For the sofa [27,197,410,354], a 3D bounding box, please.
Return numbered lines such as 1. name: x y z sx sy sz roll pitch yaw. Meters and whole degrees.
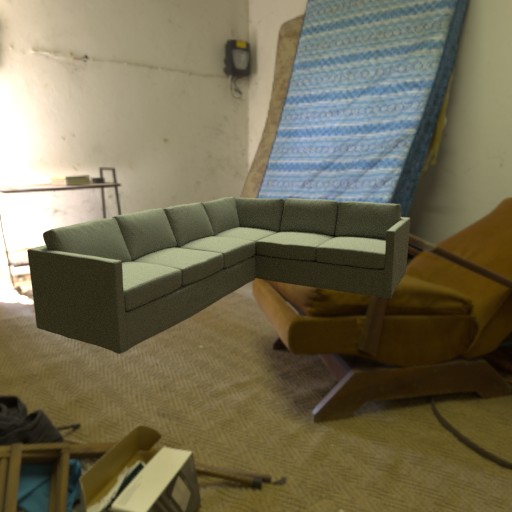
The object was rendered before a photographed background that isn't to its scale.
1. sofa: 0.000 0.000 4.358 2.432 0.871 3.182 7 15 26
